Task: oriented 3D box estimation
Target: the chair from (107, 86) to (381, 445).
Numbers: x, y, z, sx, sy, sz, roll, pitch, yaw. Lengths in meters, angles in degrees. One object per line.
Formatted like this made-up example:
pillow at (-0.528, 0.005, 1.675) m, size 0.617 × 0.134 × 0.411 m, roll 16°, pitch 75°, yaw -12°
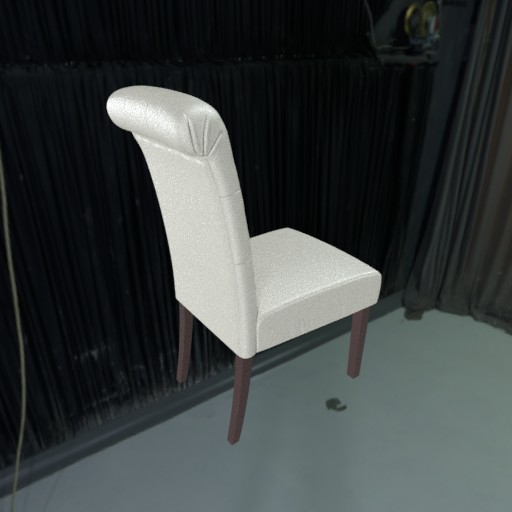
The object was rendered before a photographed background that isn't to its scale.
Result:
chair at (0.000, 0.000, 1.368) m, size 0.671 × 1.006 × 0.456 m, roll -18°, pitch 32°, yaw -32°
